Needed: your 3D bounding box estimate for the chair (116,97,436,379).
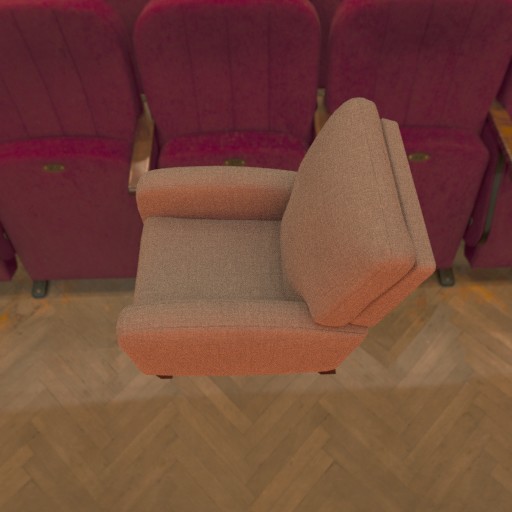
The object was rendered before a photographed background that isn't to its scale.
[{"bbox_3d":[0.000,0.000,1.715,0.990,0.990,0.762,-1,59,-1],"label":"chair"}]
